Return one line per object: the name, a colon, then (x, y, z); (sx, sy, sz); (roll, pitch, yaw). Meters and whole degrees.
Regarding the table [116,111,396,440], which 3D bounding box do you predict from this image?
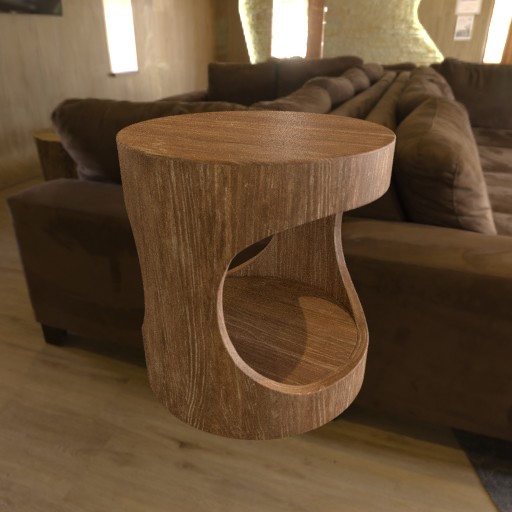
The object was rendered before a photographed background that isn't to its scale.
table: (0.000, 0.000, 0.987); (0.527, 0.551, 0.527); (0, 26, 0)
